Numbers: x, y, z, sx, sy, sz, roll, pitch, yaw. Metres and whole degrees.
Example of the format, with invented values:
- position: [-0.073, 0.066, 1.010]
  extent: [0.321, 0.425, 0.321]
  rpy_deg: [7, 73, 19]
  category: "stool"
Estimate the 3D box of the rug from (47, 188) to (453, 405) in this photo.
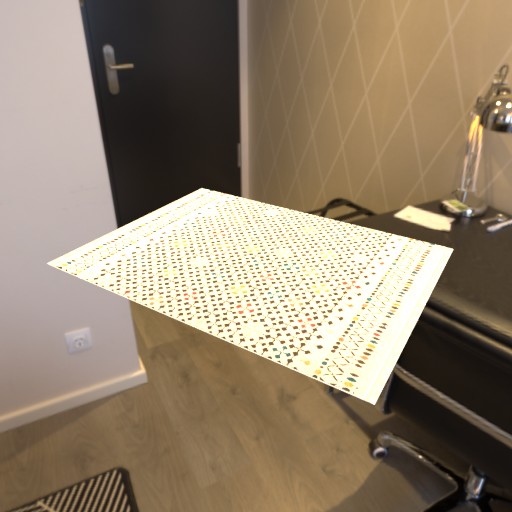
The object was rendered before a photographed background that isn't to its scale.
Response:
- position: [0.000, 0.000, 2.103]
  extent: [1.556, 0.006, 1.146]
  rpy_deg: [17, 34, 28]
  category: "rug"
